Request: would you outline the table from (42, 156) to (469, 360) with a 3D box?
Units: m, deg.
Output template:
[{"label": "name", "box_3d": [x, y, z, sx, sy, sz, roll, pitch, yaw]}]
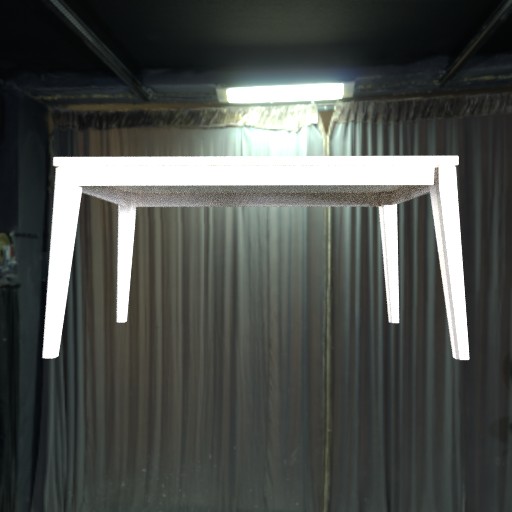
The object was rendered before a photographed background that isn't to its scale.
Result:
[{"label": "table", "box_3d": [0.000, 0.000, 2.098, 1.600, 0.760, 0.900, 0, 1, 1]}]
